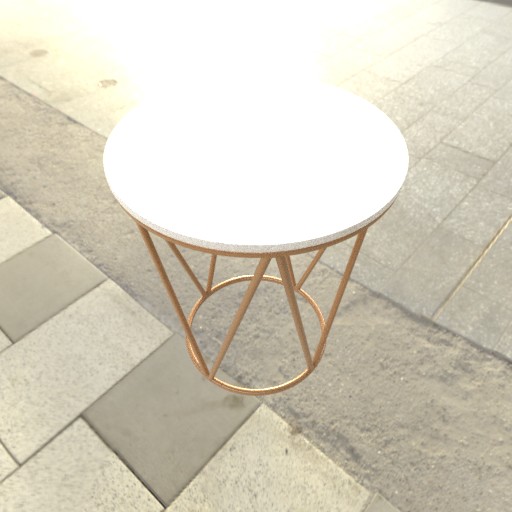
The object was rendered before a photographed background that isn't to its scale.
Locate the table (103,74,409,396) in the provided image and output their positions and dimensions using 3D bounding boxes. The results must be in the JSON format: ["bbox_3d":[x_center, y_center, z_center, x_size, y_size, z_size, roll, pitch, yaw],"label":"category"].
[{"bbox_3d":[0.000,0.000,0.948,0.500,0.564,0.500,0,46,0],"label":"table"}]
